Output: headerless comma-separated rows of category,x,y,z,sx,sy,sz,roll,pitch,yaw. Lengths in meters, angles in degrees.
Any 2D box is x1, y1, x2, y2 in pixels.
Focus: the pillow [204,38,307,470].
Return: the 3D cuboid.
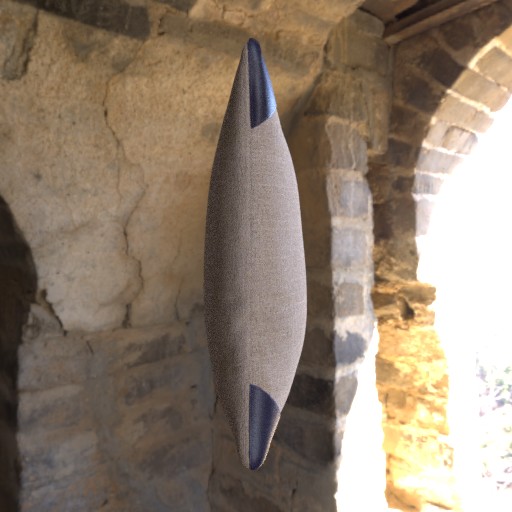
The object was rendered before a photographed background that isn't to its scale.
pillow,0.000,0.000,0.662,0.147,0.441,0.440,0,0,-1
